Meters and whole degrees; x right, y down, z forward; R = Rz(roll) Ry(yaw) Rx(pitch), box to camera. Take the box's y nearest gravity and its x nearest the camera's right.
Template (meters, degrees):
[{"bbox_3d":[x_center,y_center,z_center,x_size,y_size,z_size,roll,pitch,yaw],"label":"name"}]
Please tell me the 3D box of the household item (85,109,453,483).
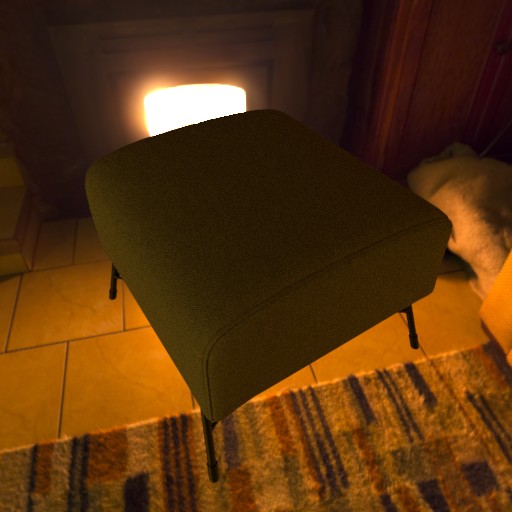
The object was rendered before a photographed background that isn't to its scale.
[{"bbox_3d":[0.000,0.000,0.904,0.530,0.410,0.530,-24,47,-24],"label":"household item"}]
